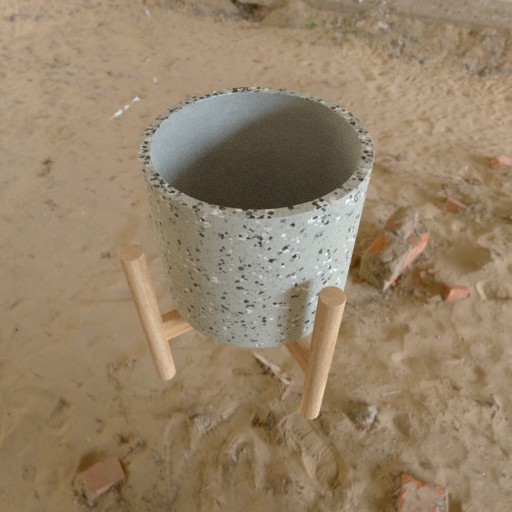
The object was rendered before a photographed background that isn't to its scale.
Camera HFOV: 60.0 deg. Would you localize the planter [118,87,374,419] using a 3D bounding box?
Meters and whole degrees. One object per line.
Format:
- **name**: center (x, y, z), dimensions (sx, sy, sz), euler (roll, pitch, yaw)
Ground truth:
- **planter**: center (0.000, 0.000, 0.539), dimensions (0.284, 0.320, 0.284), euler (-5, 47, -5)
